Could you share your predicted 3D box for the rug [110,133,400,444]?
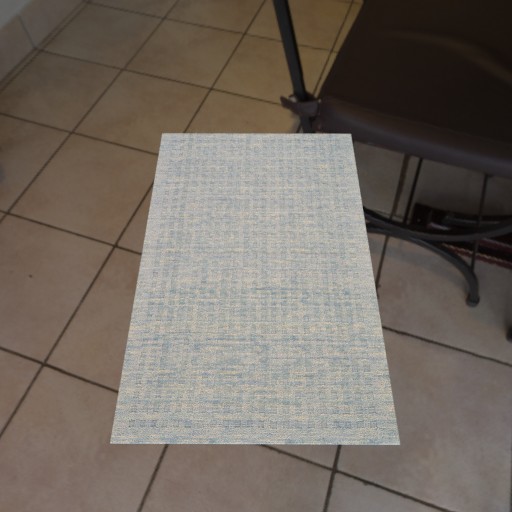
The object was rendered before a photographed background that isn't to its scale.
[{"bbox_3d":[0.000,0.000,2.215,1.142,0.006,1.752,0,58,0],"label":"rug"}]
